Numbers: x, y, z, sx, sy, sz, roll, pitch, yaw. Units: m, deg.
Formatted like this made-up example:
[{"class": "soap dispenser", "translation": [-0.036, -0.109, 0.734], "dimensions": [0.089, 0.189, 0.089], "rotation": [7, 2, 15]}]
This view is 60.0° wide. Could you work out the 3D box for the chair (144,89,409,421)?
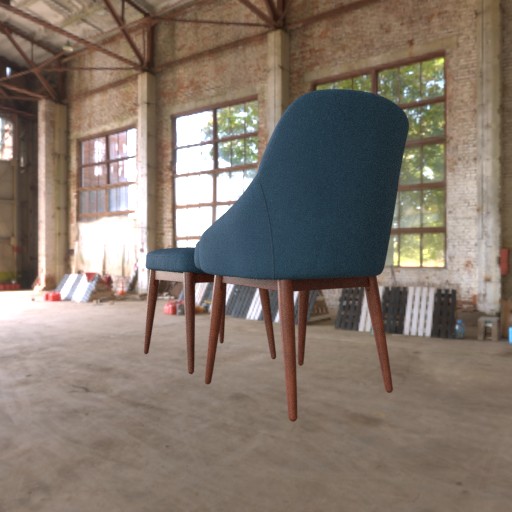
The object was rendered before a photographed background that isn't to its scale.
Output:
[{"class": "chair", "translation": [0.000, 0.000, 1.631], "dimensions": [0.584, 0.866, 1.114], "rotation": [0, 0, -37]}]
